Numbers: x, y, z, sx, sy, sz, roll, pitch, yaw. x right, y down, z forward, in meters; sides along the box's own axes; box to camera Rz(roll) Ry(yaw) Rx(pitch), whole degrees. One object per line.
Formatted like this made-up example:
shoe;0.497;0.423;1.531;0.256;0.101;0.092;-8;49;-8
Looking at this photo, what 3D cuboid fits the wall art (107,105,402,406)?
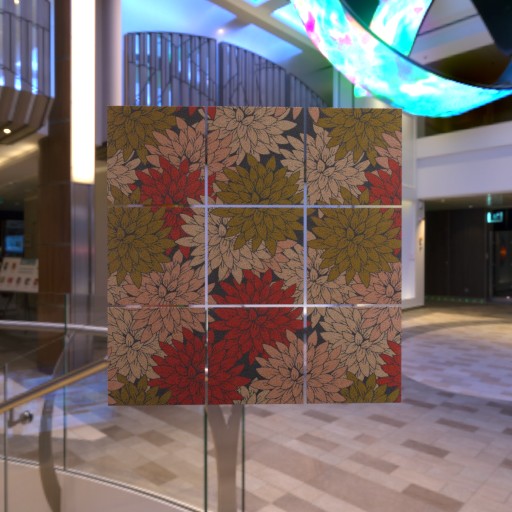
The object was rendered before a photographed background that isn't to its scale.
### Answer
wall art;0.000;0.000;2.294;1.519;1.534;0.013;0;0;-2
